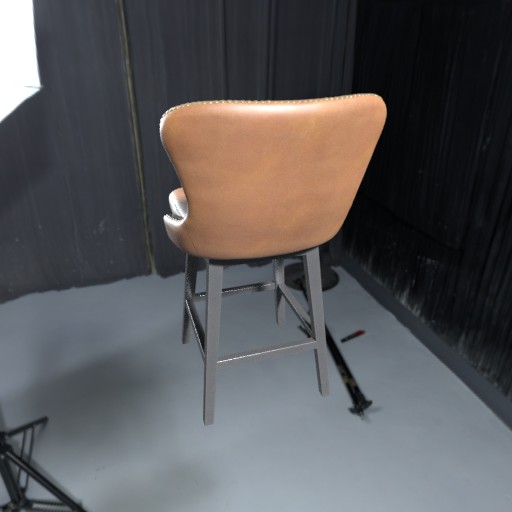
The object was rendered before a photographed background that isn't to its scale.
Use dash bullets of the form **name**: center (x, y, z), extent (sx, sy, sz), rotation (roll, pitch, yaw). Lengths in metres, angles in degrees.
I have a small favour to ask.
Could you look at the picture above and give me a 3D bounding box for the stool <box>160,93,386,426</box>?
- **stool**: center (0.000, 0.000, 1.328), extent (0.528, 0.971, 0.593), rotation (-8, 29, -16)
